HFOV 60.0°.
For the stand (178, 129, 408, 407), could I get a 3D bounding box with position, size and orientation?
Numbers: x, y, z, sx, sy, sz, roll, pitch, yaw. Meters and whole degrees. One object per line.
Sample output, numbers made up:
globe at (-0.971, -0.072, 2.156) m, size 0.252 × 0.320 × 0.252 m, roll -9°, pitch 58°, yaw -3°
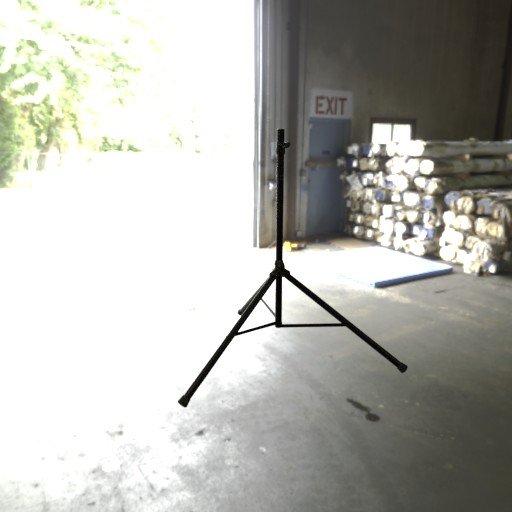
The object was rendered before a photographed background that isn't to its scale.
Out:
stand at (0.000, 0.000, 2.878) m, size 1.596 × 1.595 × 1.339 m, roll 13°, pitch 19°, yaw 42°
